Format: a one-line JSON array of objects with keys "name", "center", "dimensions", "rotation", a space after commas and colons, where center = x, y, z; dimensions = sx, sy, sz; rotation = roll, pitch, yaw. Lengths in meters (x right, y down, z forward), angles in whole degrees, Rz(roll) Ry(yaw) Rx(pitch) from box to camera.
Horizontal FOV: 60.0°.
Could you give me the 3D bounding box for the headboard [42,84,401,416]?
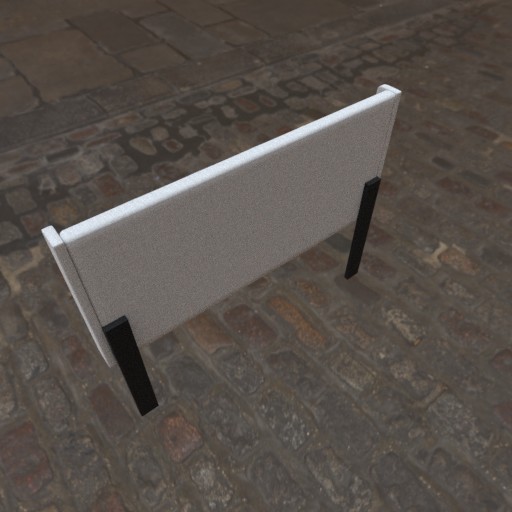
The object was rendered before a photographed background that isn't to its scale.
[{"name": "headboard", "center": [0.000, 0.000, 2.703], "dimensions": [2.051, 1.524, 0.184], "rotation": [-29, 53, -25]}]
